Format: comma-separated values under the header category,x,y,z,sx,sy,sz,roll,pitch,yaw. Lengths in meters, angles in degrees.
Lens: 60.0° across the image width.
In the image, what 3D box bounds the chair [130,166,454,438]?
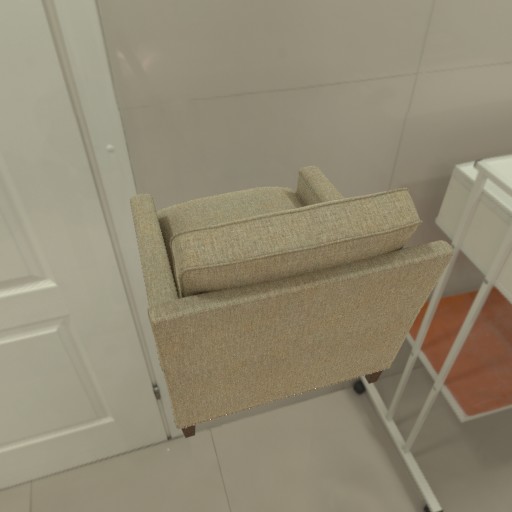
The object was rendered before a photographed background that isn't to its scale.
category,x,y,z,sx,sy,sz,roll,pitch,yaw
chair,0.000,0.000,1.709,0.853,0.943,1.014,-12,43,-13
